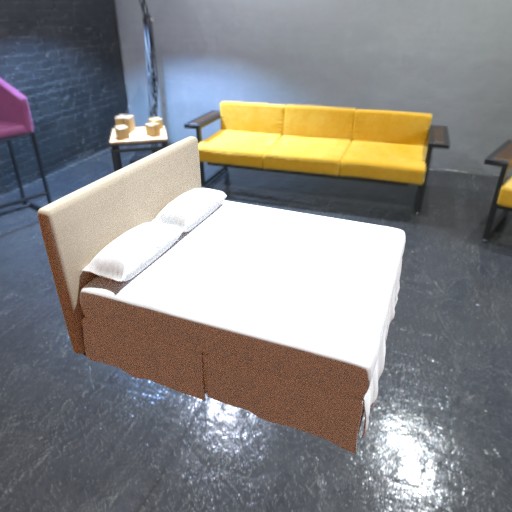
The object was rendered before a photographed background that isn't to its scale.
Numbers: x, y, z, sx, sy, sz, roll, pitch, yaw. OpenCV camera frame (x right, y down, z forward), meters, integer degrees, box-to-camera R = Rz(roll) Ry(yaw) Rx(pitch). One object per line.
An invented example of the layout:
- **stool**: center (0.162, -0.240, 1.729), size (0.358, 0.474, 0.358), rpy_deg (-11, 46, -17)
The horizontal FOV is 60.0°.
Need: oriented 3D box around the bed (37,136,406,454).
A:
- **bed**: center (0.000, 0.000, 3.675), size (2.319, 1.317, 2.119), rpy_deg (11, 32, 19)
